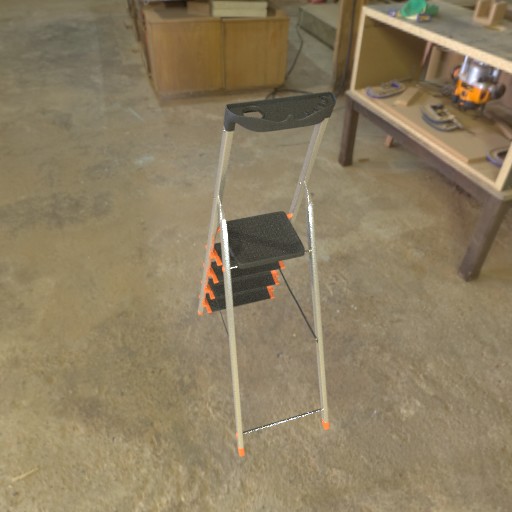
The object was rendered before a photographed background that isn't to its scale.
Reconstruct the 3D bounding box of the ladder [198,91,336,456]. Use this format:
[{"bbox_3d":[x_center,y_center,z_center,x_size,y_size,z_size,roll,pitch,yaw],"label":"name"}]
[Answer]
[{"bbox_3d":[0.000,0.000,2.033,0.480,1.646,0.995,-12,42,-13],"label":"ladder"}]
